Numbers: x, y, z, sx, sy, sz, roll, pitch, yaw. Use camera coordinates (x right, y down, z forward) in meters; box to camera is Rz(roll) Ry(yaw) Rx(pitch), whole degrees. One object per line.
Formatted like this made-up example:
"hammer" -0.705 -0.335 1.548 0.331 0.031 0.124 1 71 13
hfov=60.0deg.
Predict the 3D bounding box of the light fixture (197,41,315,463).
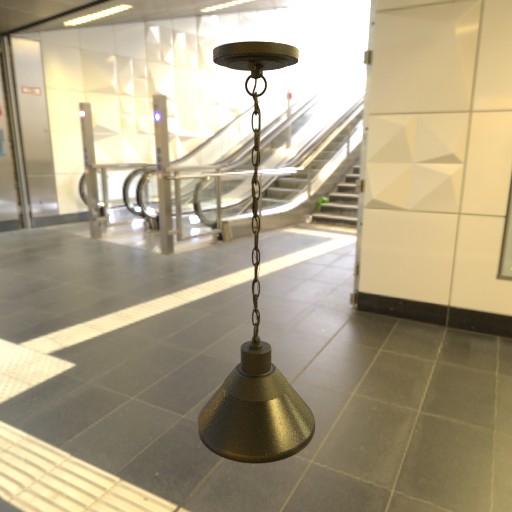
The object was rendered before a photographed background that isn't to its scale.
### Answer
"light fixture" 0.000 0.000 0.688 0.201 0.588 0.201 2 14 9
